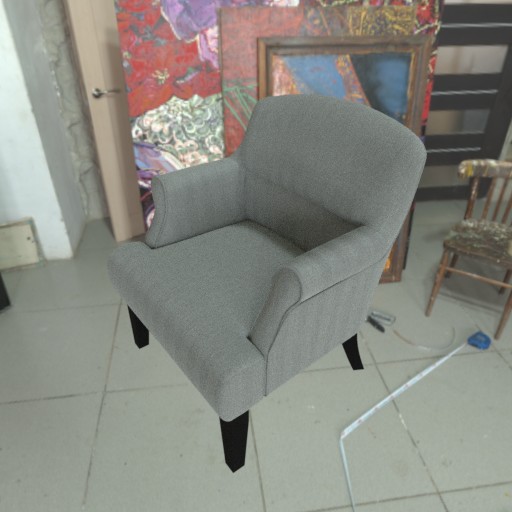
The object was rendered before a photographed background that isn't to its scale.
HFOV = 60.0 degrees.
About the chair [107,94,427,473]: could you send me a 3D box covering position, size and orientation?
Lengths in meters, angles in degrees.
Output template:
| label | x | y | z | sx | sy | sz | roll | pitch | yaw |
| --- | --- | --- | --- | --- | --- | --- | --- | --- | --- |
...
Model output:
| label | x | y | z | sx | sy | sz | roll | pitch | yaw |
| --- | --- | --- | --- | --- | --- | --- | --- | --- | --- |
| chair | 0.000 | 0.000 | 1.431 | 0.755 | 0.880 | 0.772 | -22 | 39 | -31 |
